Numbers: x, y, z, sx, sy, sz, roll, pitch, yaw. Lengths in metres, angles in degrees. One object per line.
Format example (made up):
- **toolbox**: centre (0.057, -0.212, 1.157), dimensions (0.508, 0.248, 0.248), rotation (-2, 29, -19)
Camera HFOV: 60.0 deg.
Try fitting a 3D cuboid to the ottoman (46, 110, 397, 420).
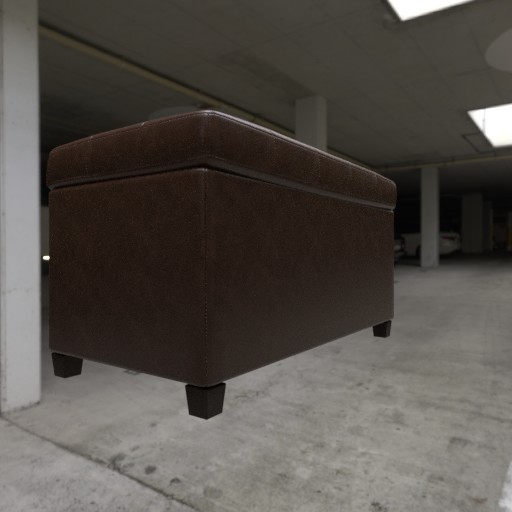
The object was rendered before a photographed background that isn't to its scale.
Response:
- **ottoman**: centre (0.000, 0.000, 1.085), dimensions (0.432, 0.470, 0.838), rotation (0, 1, 35)
